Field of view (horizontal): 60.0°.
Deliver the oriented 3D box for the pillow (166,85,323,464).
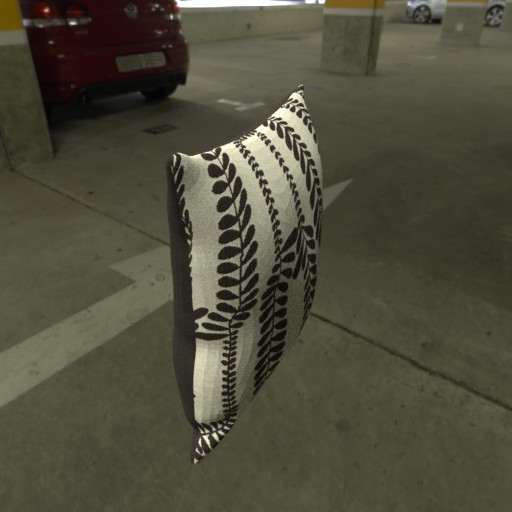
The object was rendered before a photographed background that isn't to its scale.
[{"bbox_3d":[0.000,0.000,0.677,0.182,0.441,0.440,11,33,18],"label":"pillow"}]
